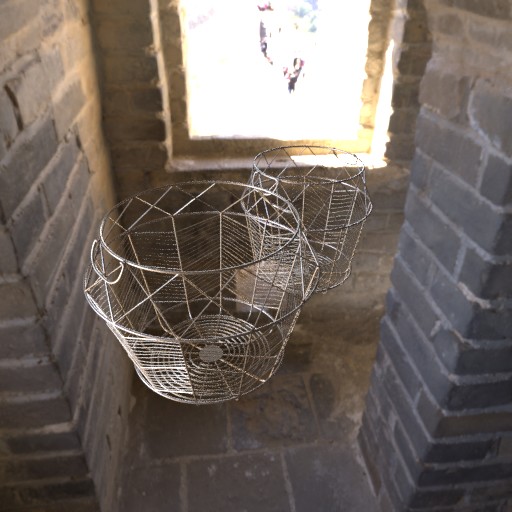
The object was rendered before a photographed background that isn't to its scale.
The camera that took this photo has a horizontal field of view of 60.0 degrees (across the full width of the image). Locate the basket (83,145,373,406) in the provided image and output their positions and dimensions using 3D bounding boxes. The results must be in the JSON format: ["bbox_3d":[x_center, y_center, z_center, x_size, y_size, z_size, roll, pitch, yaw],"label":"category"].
[{"bbox_3d":[0.000,0.000,1.031,0.451,0.343,0.805,20,37,29],"label":"basket"}]
